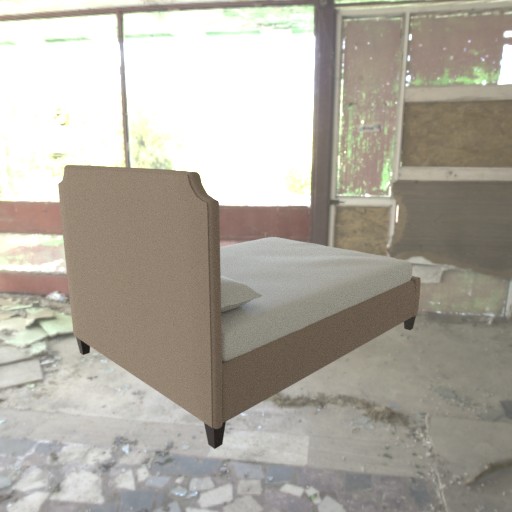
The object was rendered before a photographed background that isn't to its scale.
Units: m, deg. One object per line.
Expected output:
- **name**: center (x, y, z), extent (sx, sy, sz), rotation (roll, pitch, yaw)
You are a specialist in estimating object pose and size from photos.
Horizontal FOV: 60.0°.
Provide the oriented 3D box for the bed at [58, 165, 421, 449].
- **bed**: center (0.000, 0.000, 3.513), extent (1.713, 1.443, 2.372), rotation (13, 19, 43)
